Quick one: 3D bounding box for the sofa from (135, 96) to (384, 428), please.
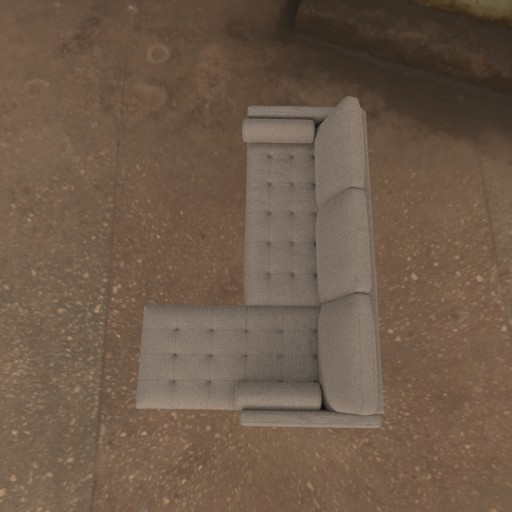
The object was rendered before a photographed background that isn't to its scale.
[{"bbox_3d":[0.000,0.000,3.057,1.506,0.875,2.178,1,74,0],"label":"sofa"}]
